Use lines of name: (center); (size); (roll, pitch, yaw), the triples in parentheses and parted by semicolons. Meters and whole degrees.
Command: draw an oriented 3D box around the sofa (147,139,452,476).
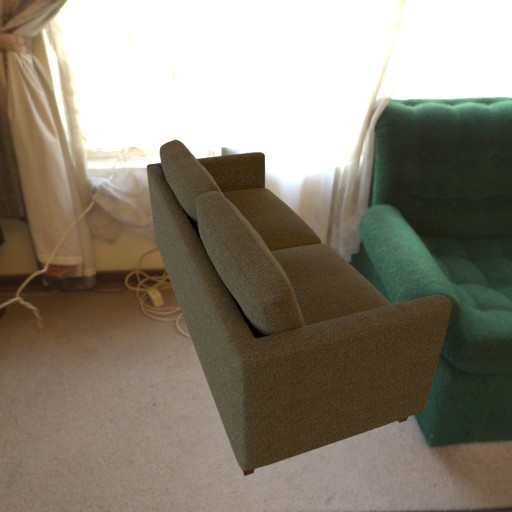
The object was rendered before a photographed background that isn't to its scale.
sofa: (0.000, 0.000, 2.664); (0.948, 0.965, 2.208); (-11, 32, -17)
